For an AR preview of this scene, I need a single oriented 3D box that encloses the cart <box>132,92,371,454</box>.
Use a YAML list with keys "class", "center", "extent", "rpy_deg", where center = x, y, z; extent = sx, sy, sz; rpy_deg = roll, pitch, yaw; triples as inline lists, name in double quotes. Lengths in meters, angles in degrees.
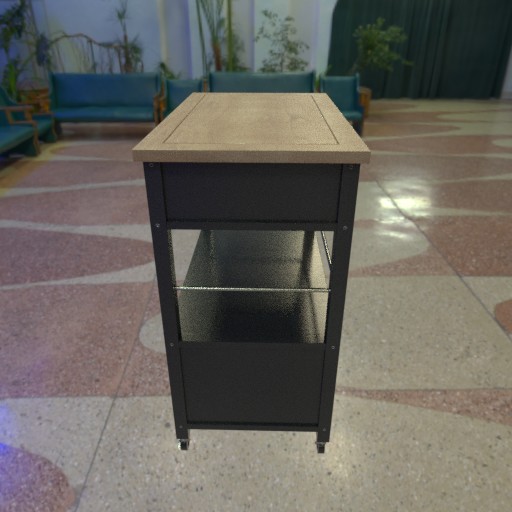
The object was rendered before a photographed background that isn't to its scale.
- class: "cart"
  center: [0.000, 0.000, 1.426]
  extent: [0.459, 0.901, 0.840]
  rpy_deg: [1, 28, 1]
